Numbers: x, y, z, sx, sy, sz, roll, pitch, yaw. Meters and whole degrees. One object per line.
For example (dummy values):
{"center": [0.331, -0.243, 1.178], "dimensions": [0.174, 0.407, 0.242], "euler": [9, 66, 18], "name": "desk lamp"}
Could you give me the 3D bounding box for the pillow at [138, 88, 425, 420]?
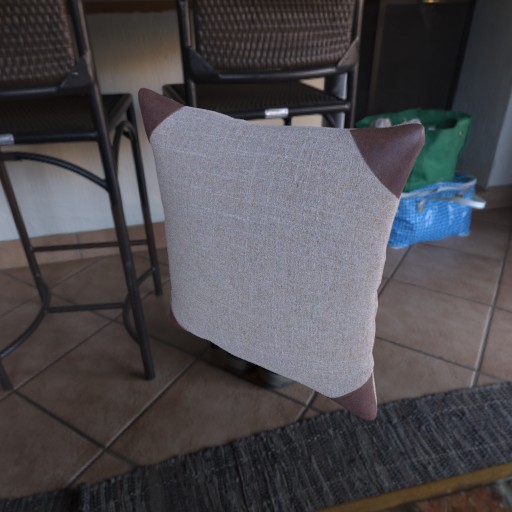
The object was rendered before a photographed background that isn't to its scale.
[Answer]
{"center": [0.000, 0.000, 0.675], "dimensions": [0.437, 0.448, 0.147], "euler": [18, 34, 28], "name": "pillow"}
